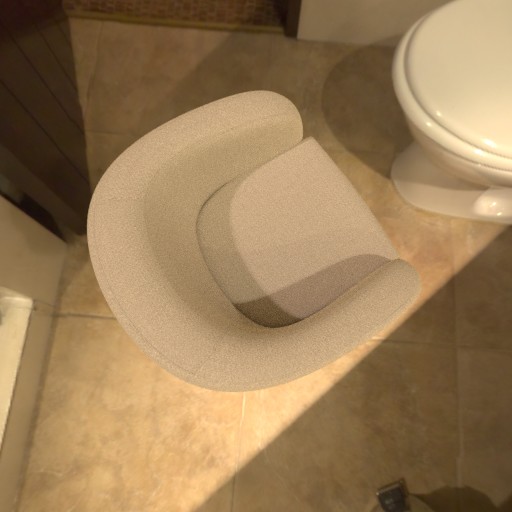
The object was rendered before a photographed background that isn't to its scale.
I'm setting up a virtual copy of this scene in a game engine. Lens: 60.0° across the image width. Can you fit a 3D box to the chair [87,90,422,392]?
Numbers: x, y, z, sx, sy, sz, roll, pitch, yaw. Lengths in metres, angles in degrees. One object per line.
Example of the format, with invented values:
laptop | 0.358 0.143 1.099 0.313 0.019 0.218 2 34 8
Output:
chair | 0.000 0.000 1.439 0.815 0.771 0.791 -31 77 -8
